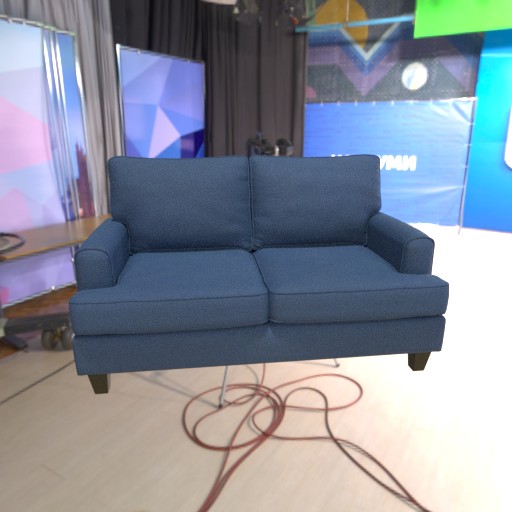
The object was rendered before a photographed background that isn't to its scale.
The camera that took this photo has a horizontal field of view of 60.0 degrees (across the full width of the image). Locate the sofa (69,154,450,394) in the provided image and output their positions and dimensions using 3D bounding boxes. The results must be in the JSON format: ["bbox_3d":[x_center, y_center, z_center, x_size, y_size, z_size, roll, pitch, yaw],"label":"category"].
[{"bbox_3d":[0.000,0.000,2.264,1.651,0.965,0.965,-2,17,-7],"label":"sofa"}]
